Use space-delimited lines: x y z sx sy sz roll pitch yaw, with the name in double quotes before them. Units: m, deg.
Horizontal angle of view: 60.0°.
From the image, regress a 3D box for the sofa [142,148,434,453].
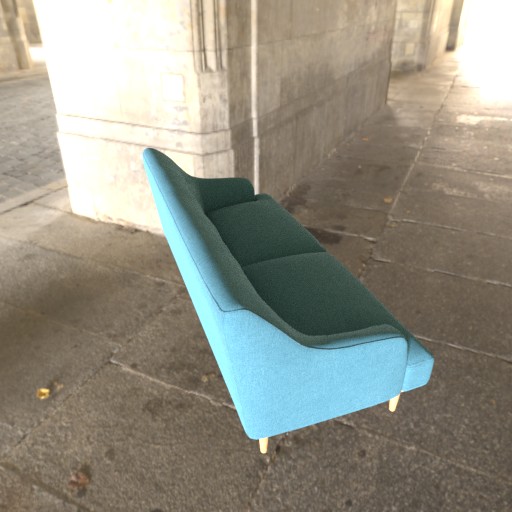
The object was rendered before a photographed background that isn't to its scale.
"sofa" 0.000 0.000 2.605 0.978 0.871 2.057 -10 32 -17
